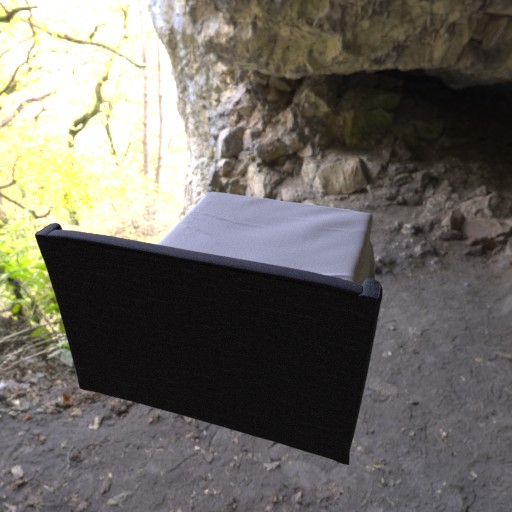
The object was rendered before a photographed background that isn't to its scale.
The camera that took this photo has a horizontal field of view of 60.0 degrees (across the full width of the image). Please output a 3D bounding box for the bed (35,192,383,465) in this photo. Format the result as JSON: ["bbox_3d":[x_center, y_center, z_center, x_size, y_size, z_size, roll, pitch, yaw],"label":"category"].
[{"bbox_3d":[0.000,0.000,3.481,1.925,1.332,2.276,10,34,15],"label":"bed"}]
